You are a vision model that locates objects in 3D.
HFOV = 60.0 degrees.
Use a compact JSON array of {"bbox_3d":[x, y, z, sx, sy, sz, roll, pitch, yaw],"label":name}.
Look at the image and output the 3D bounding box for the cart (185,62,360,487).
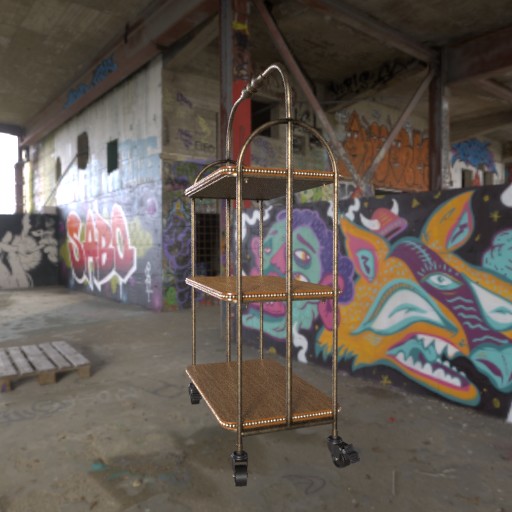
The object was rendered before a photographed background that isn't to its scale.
[{"bbox_3d":[0.000,0.000,1.316,0.330,1.052,0.650,-1,2,-19],"label":"cart"}]
